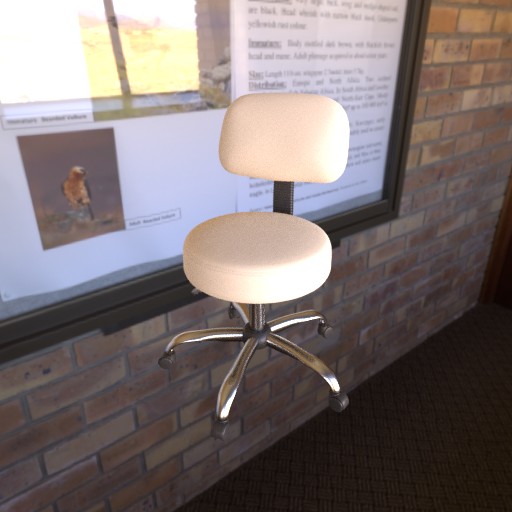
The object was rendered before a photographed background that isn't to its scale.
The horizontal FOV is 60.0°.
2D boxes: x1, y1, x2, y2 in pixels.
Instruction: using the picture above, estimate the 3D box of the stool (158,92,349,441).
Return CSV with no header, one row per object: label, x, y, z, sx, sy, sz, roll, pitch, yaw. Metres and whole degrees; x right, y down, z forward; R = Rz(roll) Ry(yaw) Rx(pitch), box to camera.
stool,0.000,0.000,1.244,0.609,0.810,0.616,9,27,18
